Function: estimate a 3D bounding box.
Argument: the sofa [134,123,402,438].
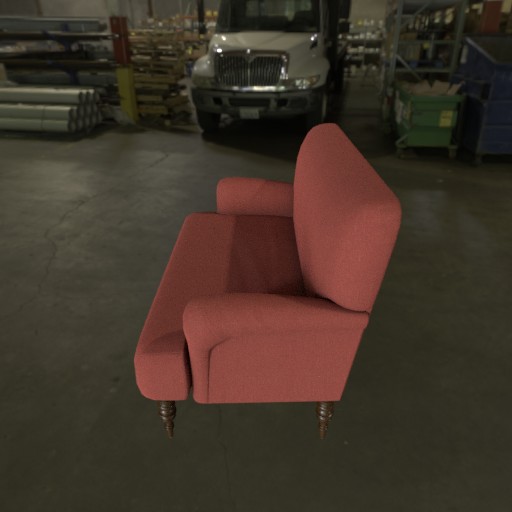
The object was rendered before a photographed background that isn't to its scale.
[{"bbox_3d":[0.000,0.000,1.852,0.779,0.889,1.297,0,27,0],"label":"sofa"}]
